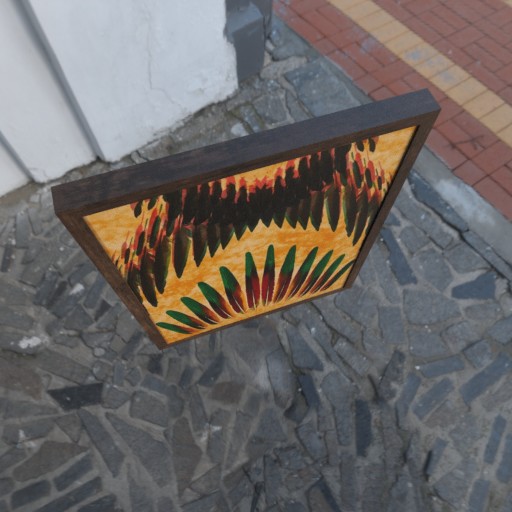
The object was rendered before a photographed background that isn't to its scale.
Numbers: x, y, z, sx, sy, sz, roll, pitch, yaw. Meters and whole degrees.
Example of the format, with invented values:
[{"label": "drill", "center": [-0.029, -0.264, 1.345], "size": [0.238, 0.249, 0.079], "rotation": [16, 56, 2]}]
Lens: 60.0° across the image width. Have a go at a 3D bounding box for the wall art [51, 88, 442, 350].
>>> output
[{"label": "wall art", "center": [0.000, 0.000, 0.545], "size": [0.329, 0.406, 0.027], "rotation": [-17, 65, -8]}]
